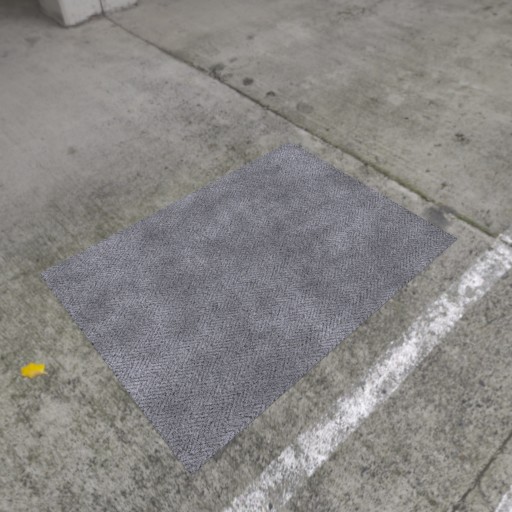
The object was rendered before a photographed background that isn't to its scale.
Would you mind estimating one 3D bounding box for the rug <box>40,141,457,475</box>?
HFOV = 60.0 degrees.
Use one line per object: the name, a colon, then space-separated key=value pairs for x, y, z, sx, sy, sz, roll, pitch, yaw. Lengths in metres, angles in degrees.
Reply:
rug: x=0.000 y=0.000 z=2.895 sx=2.235 sy=0.008 sz=1.600 roll=-34 pitch=55 yaw=-27
